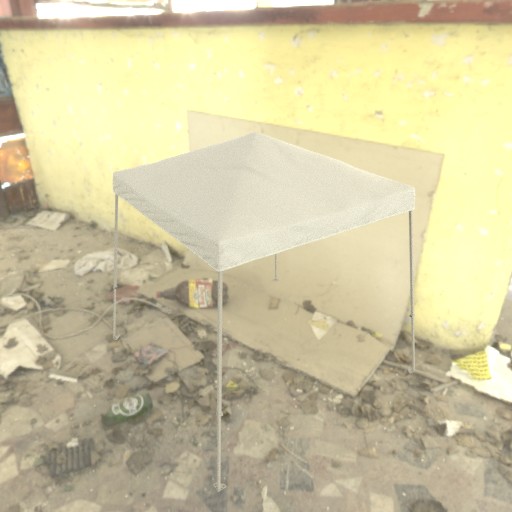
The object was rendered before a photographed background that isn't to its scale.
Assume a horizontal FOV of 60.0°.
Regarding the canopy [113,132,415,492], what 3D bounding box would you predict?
[{"bbox_3d":[0.000,0.000,6.565,3.599,3.600,3.600,-17,31,-31],"label":"canopy"}]
